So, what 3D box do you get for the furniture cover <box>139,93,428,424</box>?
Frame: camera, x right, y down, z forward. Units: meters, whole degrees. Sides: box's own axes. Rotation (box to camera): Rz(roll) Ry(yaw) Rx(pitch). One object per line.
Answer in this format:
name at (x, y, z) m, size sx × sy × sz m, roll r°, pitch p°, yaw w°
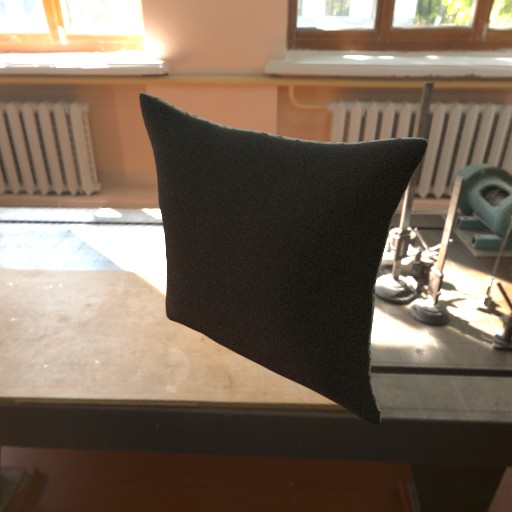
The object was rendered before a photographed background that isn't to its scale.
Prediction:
furniture cover at (0.000, 0.000, 0.778) m, size 0.525 × 0.498 × 0.180 m, roll 20°, pitch 34°, yaw 32°
